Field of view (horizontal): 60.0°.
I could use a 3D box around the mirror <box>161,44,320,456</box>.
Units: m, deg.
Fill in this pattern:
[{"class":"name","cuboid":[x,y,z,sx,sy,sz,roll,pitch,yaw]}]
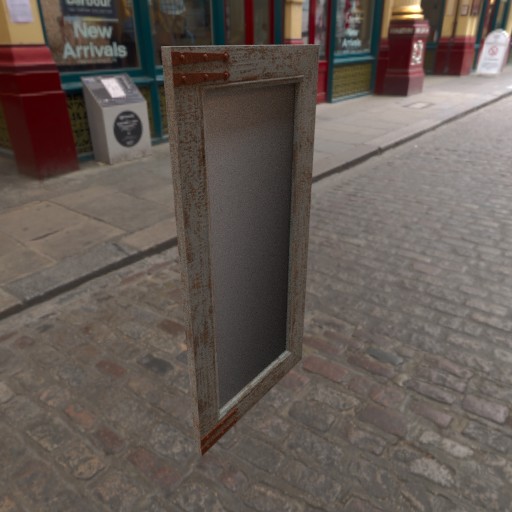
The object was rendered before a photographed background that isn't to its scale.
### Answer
[{"class":"mirror","cuboid":[0.000,0.000,1.075,0.027,0.922,0.472,18,31,33]}]
